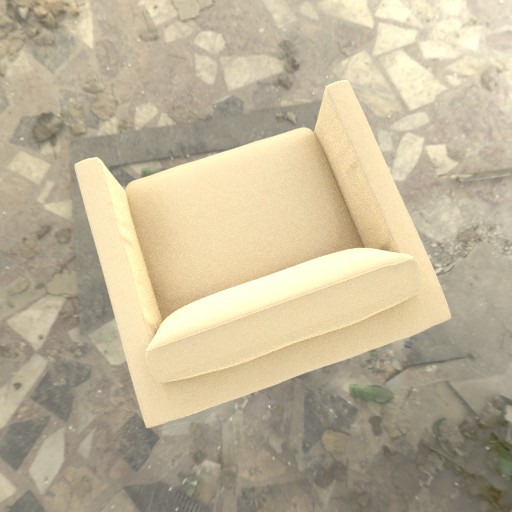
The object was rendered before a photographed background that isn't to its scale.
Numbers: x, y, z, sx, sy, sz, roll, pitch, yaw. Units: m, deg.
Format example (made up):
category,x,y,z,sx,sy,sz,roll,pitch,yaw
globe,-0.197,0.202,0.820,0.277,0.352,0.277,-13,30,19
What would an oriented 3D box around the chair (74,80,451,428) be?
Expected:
category,x,y,z,sx,sy,sz,roll,pitch,yaw
chair,0.000,0.000,1.731,1.057,0.851,0.947,-19,77,-4
